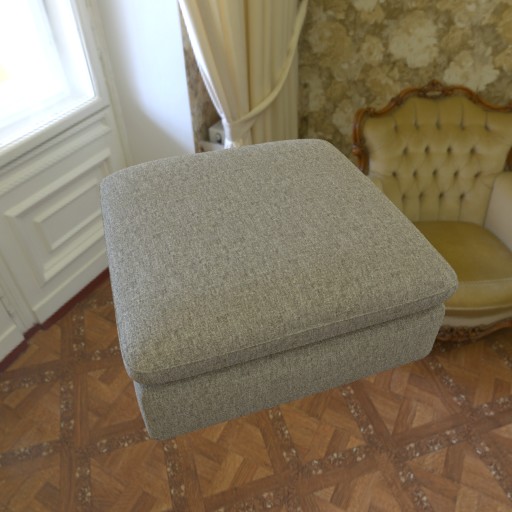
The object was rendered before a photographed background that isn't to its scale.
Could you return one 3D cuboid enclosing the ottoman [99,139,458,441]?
[{"bbox_3d":[0.000,0.000,1.686,1.039,0.526,1.035,-13,43,-14],"label":"ottoman"}]
